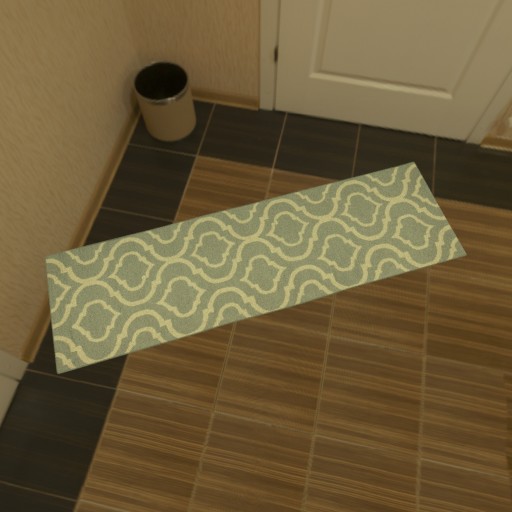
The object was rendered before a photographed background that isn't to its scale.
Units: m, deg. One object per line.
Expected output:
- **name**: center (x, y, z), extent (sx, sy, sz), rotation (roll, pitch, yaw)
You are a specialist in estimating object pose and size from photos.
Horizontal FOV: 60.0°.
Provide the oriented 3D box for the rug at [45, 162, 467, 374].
- **rug**: center (0.000, 0.000, 2.490), extent (2.275, 0.009, 0.684), rotation (-15, 65, -7)
